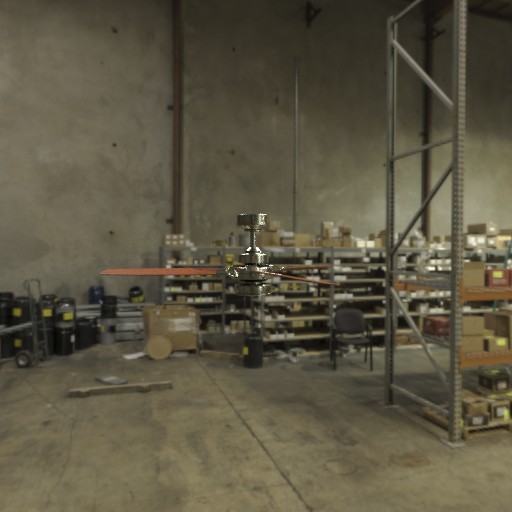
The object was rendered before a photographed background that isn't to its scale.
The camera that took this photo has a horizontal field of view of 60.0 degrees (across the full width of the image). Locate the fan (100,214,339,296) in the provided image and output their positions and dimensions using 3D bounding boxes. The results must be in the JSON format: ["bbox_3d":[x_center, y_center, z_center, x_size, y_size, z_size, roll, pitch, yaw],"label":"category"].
[{"bbox_3d":[0.000,0.000,2.109,1.416,0.410,1.271,0,1,-18],"label":"fan"}]
